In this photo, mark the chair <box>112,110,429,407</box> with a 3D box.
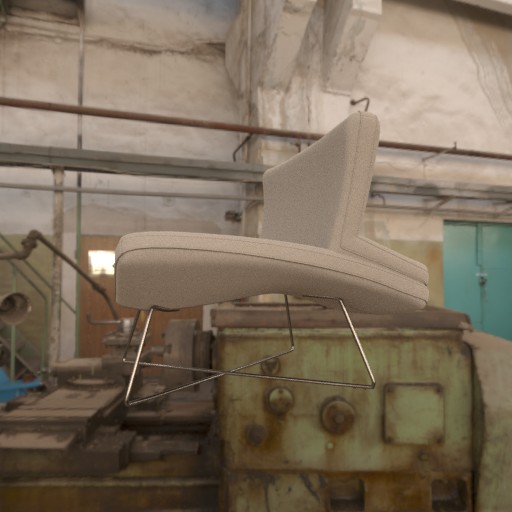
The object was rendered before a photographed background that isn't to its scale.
[{"bbox_3d":[0.000,0.000,1.643,1.008,0.855,0.859,0,-2,-17],"label":"chair"}]
